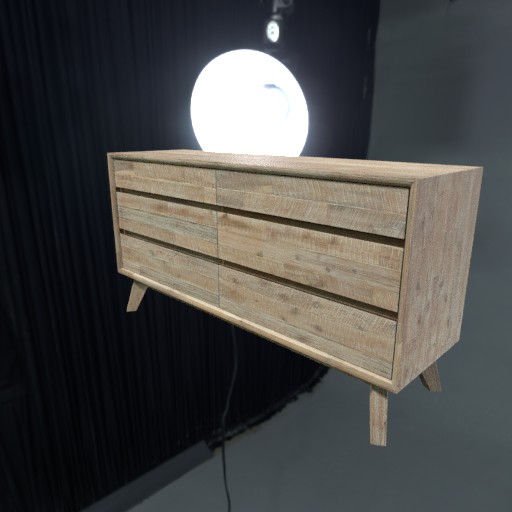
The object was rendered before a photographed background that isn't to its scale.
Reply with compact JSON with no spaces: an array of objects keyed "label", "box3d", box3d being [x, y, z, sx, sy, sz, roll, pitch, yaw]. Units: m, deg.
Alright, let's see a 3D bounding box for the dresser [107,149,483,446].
[{"label":"dresser","box3d":[0.000,0.000,1.869,1.554,0.805,0.455,15,22,42]}]
